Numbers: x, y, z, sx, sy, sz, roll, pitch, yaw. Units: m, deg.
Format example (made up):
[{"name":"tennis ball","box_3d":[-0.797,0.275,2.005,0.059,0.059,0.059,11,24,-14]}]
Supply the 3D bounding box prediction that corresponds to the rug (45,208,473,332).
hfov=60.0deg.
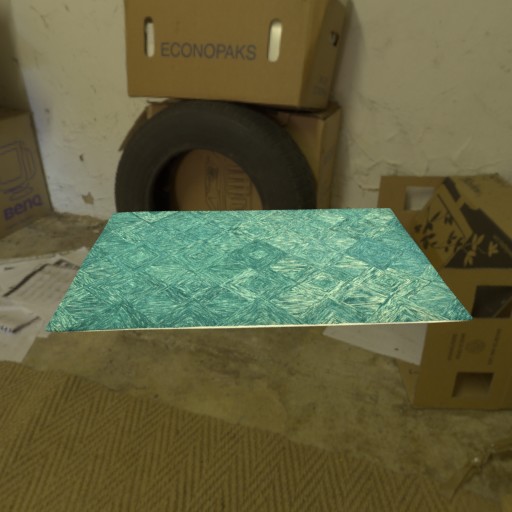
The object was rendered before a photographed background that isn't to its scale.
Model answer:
[{"name":"rug","box_3d":[0.000,0.000,2.263,1.728,0.017,1.136,-1,30,-2]}]
